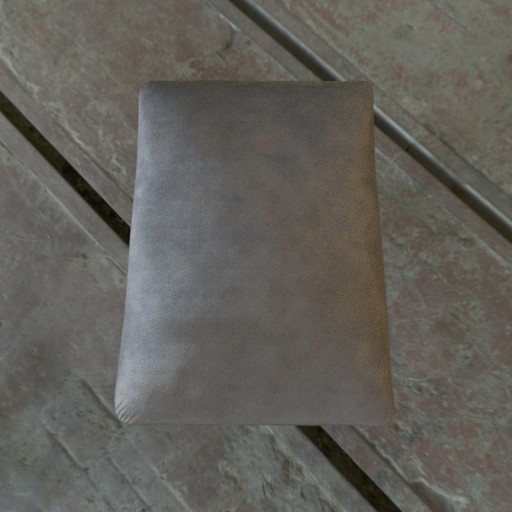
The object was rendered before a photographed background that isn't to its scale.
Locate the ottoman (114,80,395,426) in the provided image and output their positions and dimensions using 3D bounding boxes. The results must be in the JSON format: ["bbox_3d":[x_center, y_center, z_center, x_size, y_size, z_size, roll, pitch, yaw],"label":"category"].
[{"bbox_3d":[0.000,0.000,1.041,0.520,0.456,0.719,0,76,0],"label":"ottoman"}]
